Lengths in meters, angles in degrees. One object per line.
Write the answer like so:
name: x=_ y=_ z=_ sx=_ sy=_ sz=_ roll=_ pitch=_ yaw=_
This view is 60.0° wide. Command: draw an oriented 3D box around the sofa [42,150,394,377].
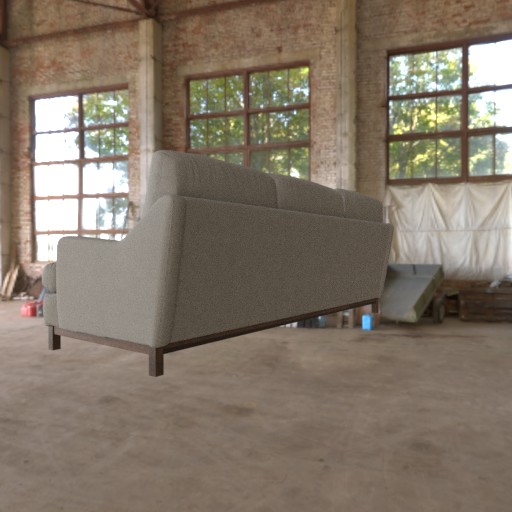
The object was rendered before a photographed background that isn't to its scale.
sofa: x=0.000 y=0.000 z=2.864 sx=0.987 sy=0.926 sz=2.344 roll=0 pitch=1 yaw=37
